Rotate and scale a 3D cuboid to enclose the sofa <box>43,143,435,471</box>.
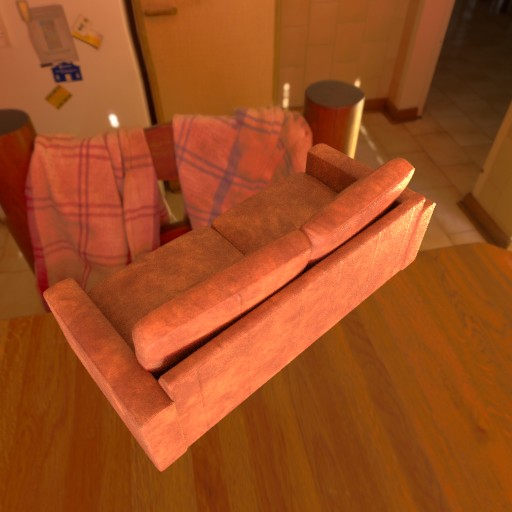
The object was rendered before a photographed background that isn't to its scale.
[{"bbox_3d":[0.000,0.000,2.662,2.179,0.873,1.016,-33,54,-28],"label":"sofa"}]
